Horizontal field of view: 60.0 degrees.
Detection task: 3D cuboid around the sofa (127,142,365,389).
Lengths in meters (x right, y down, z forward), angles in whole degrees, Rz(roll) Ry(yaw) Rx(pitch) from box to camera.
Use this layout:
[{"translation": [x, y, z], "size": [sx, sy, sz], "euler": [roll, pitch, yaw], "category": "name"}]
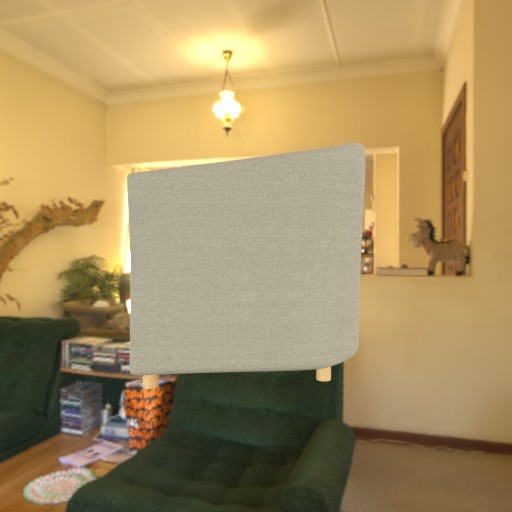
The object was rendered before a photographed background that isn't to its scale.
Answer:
[{"translation": [0.000, 0.000, 1.890], "size": [0.705, 0.721, 1.452], "euler": [0, 0, 0], "category": "sofa"}]
